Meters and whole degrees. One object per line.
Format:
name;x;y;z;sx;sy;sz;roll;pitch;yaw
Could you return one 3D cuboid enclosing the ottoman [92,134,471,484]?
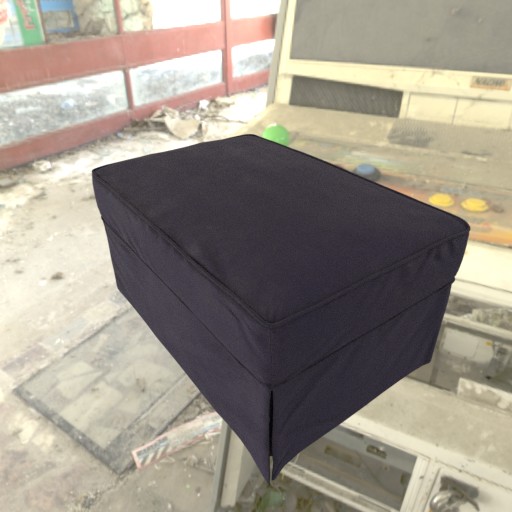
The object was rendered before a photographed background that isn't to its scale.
ottoman;0.000;0.000;1.305;0.637;0.503;0.938;-21;38;-30
